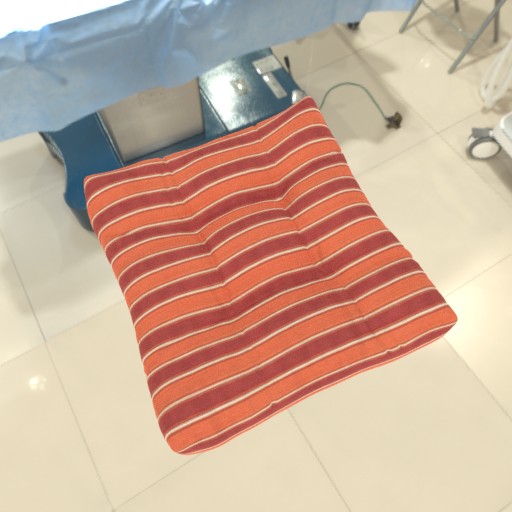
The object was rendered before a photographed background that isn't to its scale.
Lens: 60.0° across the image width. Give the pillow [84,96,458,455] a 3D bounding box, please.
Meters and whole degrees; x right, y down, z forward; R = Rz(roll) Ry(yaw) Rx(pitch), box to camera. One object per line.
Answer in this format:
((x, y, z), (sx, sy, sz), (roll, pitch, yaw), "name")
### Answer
((0.000, 0.000, 0.740), (0.468, 0.133, 0.490), (-22, 66, -10), "pillow")
